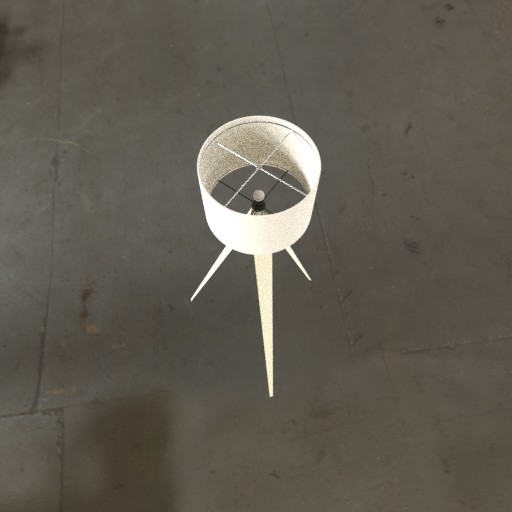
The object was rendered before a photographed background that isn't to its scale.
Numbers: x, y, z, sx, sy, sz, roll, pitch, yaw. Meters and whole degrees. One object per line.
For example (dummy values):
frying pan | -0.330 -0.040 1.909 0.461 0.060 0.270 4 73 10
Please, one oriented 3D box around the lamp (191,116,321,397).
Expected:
lamp | 0.000 0.000 1.960 0.724 1.524 0.716 33 69 15
